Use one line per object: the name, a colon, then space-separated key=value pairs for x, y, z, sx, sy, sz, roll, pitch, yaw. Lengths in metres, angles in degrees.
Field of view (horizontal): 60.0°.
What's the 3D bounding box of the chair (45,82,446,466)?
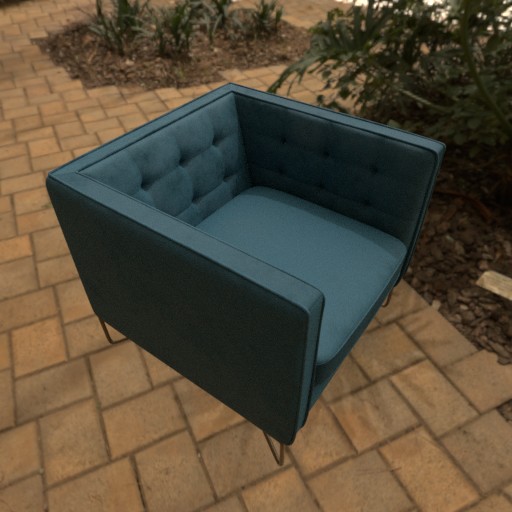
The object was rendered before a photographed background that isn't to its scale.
chair: x=0.000 y=0.000 z=1.567 sx=0.894 sy=0.790 sz=0.880 roll=26 pitch=48 yaw=26
